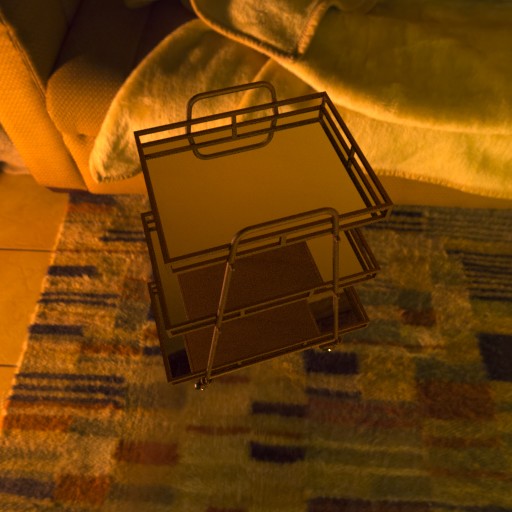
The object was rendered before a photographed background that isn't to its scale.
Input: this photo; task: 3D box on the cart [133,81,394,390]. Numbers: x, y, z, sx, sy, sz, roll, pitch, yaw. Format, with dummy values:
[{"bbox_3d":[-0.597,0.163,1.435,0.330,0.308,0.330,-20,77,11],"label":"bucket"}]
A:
[{"bbox_3d":[0.000,0.000,1.309,0.711,0.883,0.441,-15,60,-9],"label":"cart"}]
